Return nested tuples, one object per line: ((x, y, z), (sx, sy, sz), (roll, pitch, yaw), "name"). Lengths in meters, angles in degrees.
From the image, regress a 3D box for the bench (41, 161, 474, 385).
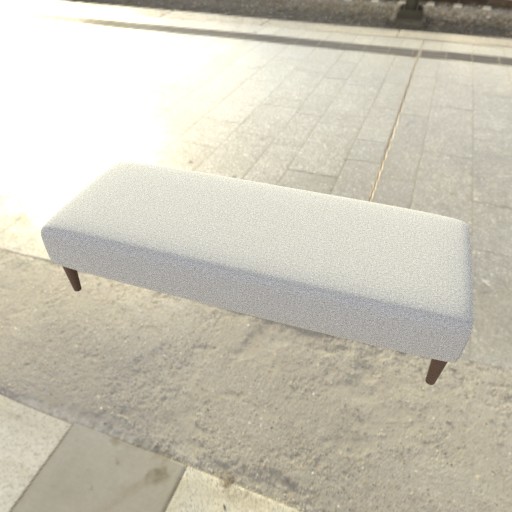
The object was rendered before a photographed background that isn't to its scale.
((0.000, 0.000, 1.848), (1.598, 0.383, 0.631), (12, 42, 14), "bench")
